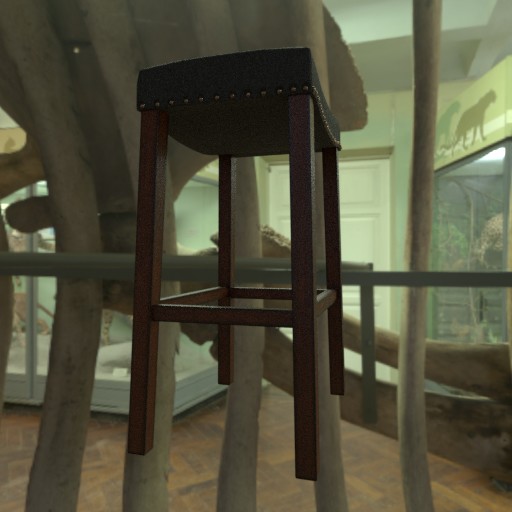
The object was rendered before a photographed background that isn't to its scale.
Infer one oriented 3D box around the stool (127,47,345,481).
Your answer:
[{"bbox_3d":[0.000,0.000,1.037,0.366,0.760,0.502,0,0,17],"label":"stool"}]
